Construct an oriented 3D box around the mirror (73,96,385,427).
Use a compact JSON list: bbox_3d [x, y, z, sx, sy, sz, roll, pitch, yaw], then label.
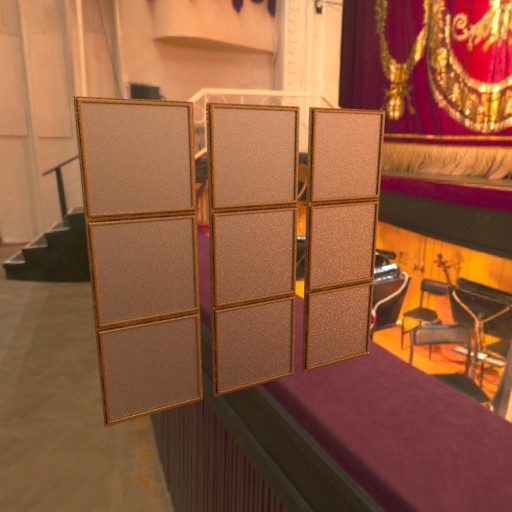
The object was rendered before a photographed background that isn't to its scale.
[{"bbox_3d":[0.000,0.000,1.428,1.011,0.926,0.023,-7,16,-27],"label":"mirror"}]
